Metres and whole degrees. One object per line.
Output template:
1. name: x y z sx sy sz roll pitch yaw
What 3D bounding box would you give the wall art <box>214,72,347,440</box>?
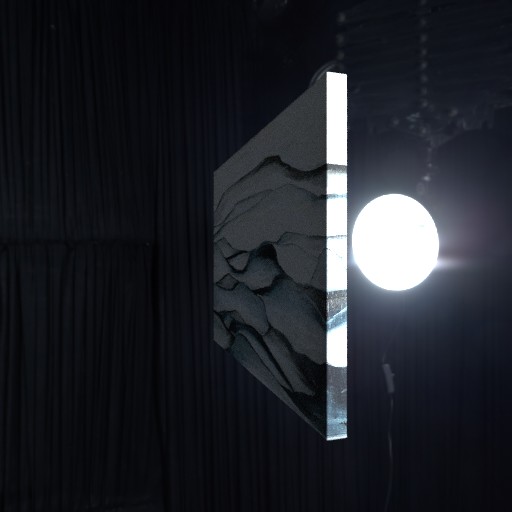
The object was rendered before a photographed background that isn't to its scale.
1. wall art: 0.000 0.000 1.173 0.039 0.609 0.914 0 0 -17
